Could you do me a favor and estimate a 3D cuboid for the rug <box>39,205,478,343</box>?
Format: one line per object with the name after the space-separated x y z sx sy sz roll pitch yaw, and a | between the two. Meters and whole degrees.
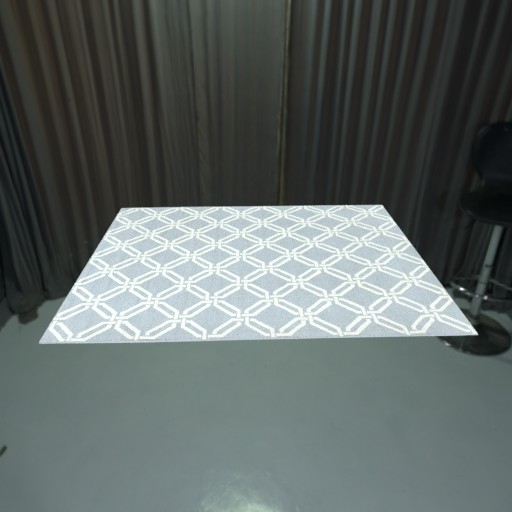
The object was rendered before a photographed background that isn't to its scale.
0.000 0.000 3.919 2.895 0.018 2.288 -1 29 -2 | rug
